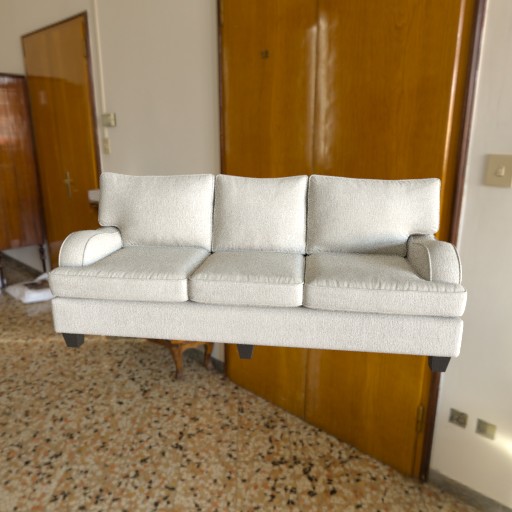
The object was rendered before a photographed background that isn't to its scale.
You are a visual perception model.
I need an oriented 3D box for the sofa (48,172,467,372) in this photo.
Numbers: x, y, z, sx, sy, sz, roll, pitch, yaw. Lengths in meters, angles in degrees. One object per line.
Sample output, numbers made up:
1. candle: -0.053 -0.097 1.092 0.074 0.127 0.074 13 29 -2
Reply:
1. sofa: 0.000 0.000 2.836 2.323 0.991 1.016 2 15 8
